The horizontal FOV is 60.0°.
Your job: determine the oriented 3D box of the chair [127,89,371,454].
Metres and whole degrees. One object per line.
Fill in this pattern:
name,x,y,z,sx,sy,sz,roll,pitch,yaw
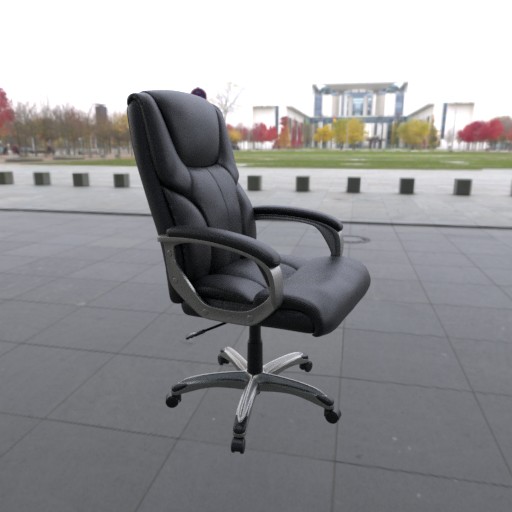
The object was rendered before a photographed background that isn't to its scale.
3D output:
chair,0.000,0.000,1.599,0.739,1.155,0.663,7,16,26
